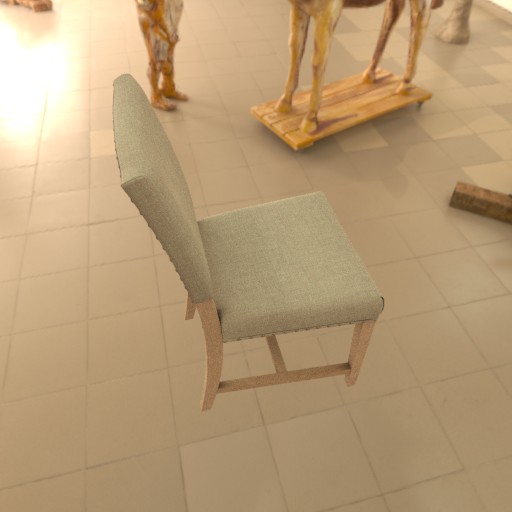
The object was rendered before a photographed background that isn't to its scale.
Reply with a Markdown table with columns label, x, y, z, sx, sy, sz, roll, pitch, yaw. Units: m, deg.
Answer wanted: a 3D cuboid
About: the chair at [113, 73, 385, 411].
| label | x | y | z | sx | sy | sz | roll | pitch | yaw |
| --- | --- | --- | --- | --- | --- | --- | --- | --- | --- |
| chair | 0.000 | 0.000 | 1.329 | 0.622 | 0.986 | 0.508 | -11 | 48 | -10 |
